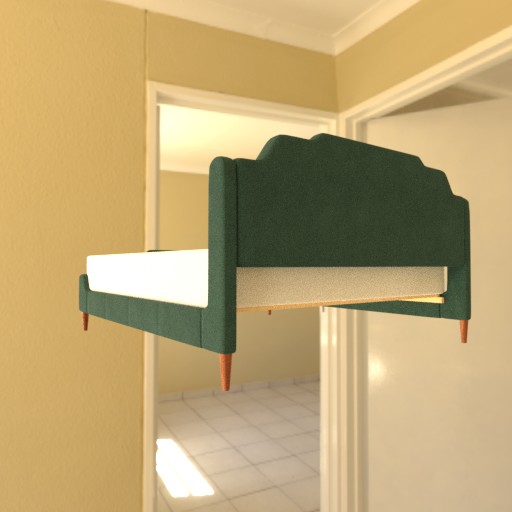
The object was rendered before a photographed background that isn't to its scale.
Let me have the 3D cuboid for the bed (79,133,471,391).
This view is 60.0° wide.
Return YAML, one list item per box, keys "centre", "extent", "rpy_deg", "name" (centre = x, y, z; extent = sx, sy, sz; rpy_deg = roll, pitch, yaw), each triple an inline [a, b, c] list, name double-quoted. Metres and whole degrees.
- centre: [0.000, 0.000, 3.469]
  extent: [2.074, 1.245, 2.340]
  rpy_deg: [1, -1, -36]
  name: "bed"
